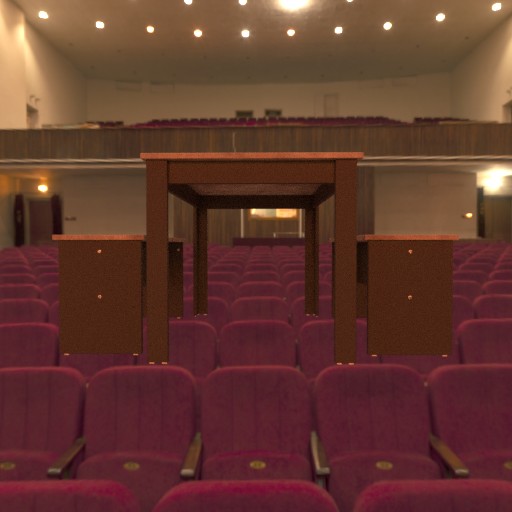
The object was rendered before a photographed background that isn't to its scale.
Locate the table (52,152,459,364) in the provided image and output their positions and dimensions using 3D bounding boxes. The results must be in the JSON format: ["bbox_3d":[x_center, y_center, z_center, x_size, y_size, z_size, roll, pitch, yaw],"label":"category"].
[{"bbox_3d":[0.000,0.000,2.004,1.443,0.700,1.100,0,1,1],"label":"table"}]
